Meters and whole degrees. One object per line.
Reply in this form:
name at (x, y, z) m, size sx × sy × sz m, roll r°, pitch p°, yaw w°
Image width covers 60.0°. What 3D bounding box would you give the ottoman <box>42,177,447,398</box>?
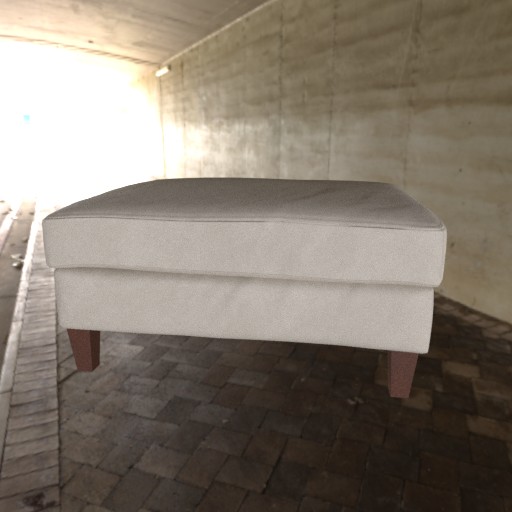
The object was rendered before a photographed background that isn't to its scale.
ottoman at (0.000, 0.000, 1.475) m, size 1.002 × 0.492 × 0.836 m, roll 2°, pitch 16°, yaw 8°
